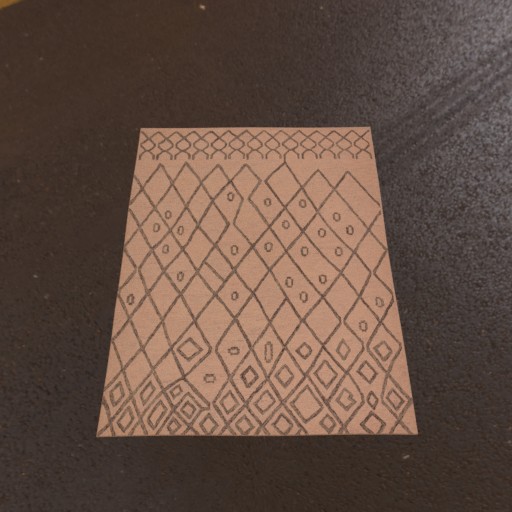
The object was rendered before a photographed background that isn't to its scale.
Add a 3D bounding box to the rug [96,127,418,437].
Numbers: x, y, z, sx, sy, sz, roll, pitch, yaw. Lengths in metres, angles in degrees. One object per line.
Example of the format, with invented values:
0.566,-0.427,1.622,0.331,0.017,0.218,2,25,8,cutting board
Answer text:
0.000,0.000,4.037,2.446,0.015,3.046,0,64,0,rug
